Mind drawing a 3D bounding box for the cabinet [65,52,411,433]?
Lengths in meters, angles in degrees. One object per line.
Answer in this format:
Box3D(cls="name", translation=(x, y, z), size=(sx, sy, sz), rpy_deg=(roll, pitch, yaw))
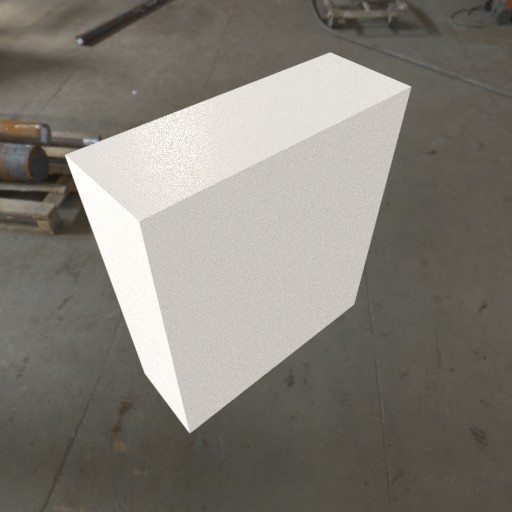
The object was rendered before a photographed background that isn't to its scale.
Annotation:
Box3D(cls="cabinet", translation=(0.000, 0.000, 1.681), size=(0.990, 1.150, 0.348), rpy_deg=(-32, 54, -27))
